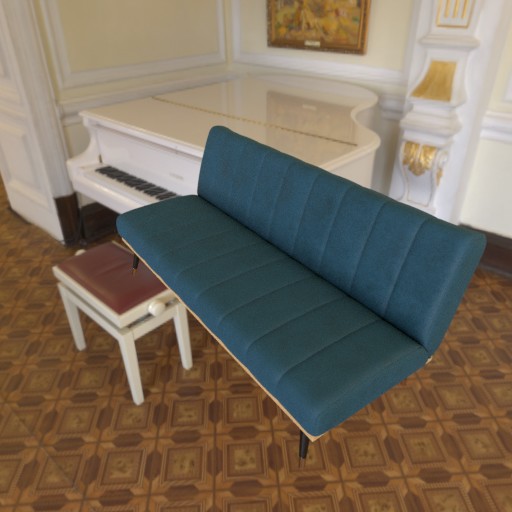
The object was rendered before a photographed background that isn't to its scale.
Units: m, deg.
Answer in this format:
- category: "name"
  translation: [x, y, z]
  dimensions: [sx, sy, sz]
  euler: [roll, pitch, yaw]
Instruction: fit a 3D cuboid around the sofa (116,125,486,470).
- category: "sofa"
  translation: [0.000, 0.000, 2.251]
  dimensions: [0.830, 0.825, 1.810]
  euler: [-21, 37, -30]
